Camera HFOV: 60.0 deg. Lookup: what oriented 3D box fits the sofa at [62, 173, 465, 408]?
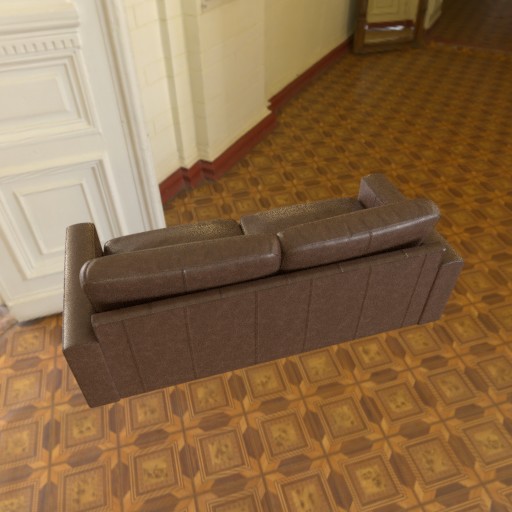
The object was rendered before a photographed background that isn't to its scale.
[{"bbox_3d":[0.000,0.000,2.712,2.179,0.873,1.016,-11,43,-12],"label":"sofa"}]
